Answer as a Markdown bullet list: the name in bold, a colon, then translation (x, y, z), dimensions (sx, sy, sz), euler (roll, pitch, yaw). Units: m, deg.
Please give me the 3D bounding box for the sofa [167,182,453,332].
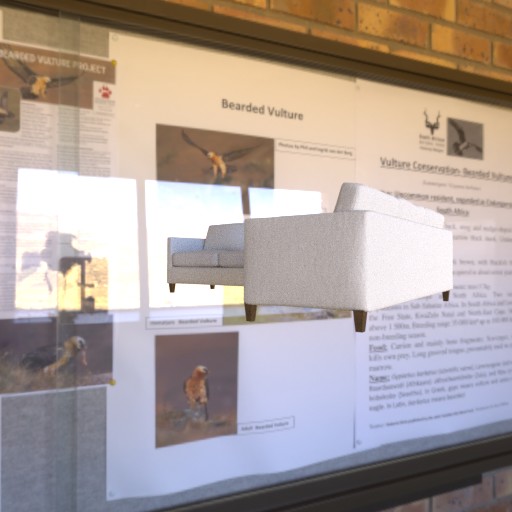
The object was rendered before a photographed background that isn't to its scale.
- **sofa**: translation (0.000, 0.000, 4.548), dimensions (3.333, 0.934, 2.522), euler (0, -1, 35)
